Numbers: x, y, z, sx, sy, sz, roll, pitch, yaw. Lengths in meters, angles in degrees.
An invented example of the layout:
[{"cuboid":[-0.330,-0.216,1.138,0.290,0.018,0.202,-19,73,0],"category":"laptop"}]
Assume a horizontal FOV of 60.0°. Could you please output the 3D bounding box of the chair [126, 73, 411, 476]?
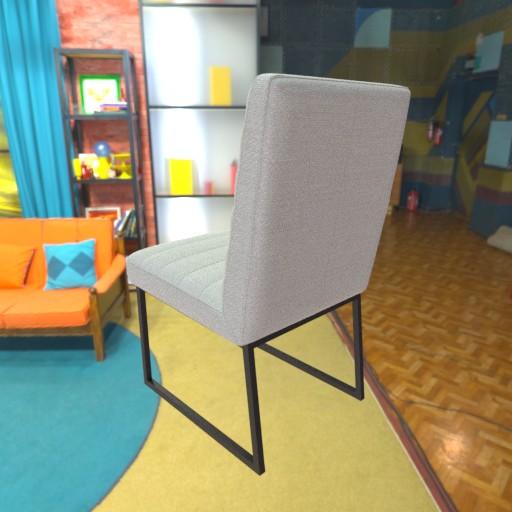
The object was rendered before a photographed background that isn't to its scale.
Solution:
[{"cuboid":[0.000,0.000,1.290,0.520,0.930,0.634,-16,23,-41],"category":"chair"}]
